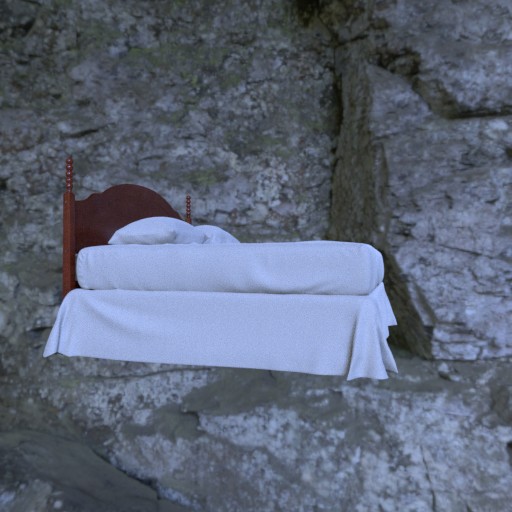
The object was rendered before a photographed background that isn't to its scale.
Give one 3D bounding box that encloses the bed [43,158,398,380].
[{"bbox_3d":[0.000,0.000,3.652,2.219,1.355,2.322,0,-1,18],"label":"bed"}]
